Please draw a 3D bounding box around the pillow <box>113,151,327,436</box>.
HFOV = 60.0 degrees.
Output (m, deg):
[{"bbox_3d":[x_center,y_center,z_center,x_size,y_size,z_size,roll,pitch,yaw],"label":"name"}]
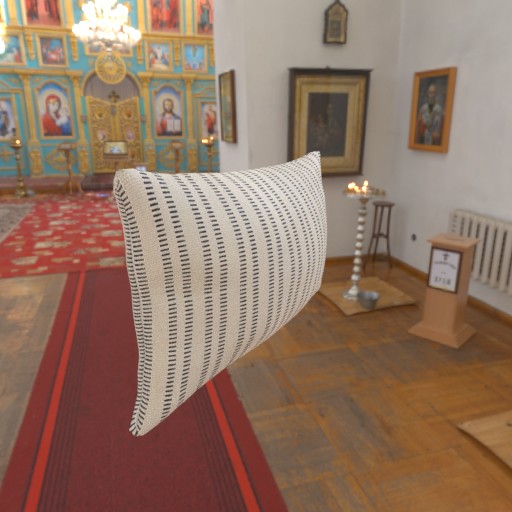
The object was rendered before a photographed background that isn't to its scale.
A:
[{"bbox_3d":[0.000,0.000,0.808,0.210,0.353,0.640,8,17,27],"label":"pillow"}]
